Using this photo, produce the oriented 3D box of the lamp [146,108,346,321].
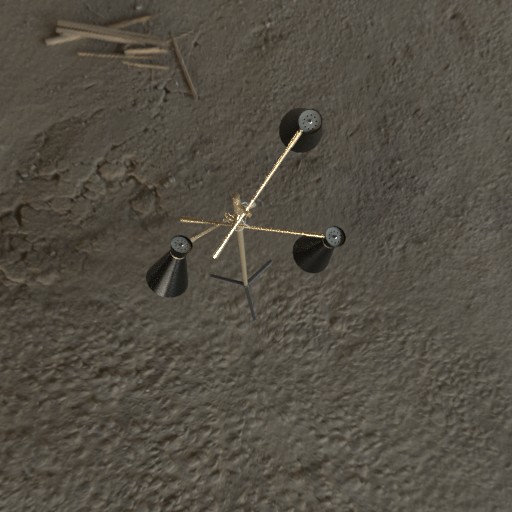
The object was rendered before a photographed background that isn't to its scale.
[{"bbox_3d":[0.000,0.000,2.167,0.653,1.804,0.750,15,75,4],"label":"lamp"}]
